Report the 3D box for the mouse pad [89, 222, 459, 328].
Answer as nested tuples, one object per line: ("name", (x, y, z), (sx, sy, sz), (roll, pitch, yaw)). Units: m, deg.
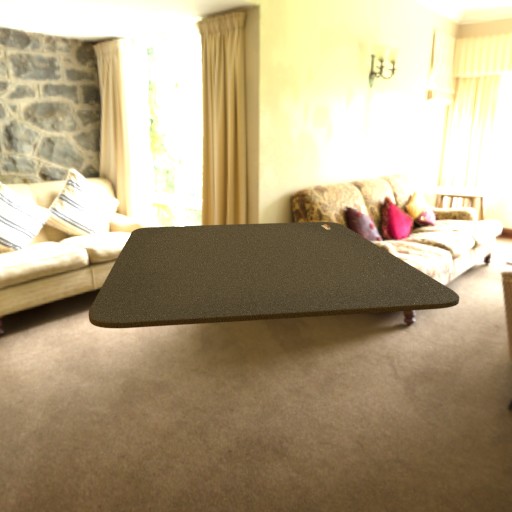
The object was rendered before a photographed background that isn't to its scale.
("mouse pad", (0.000, 0.000, 0.334), (0.203, 0.003, 0.229), (-2, 16, -8))
